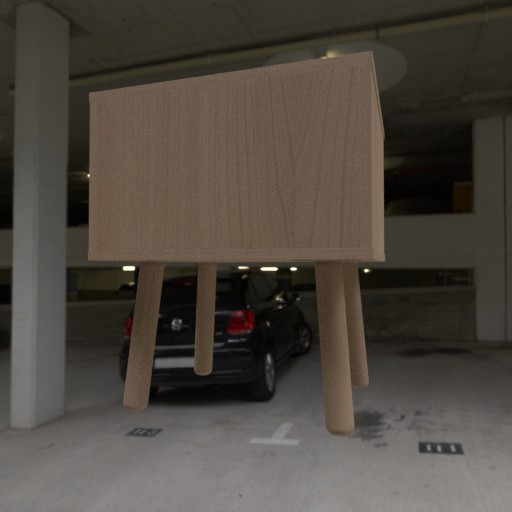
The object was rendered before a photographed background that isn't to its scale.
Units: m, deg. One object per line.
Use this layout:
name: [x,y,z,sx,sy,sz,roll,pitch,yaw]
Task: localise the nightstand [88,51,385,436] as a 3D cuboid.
nightstand: [0.000,0.000,0.830,0.450,0.530,0.380,0,-1,18]
